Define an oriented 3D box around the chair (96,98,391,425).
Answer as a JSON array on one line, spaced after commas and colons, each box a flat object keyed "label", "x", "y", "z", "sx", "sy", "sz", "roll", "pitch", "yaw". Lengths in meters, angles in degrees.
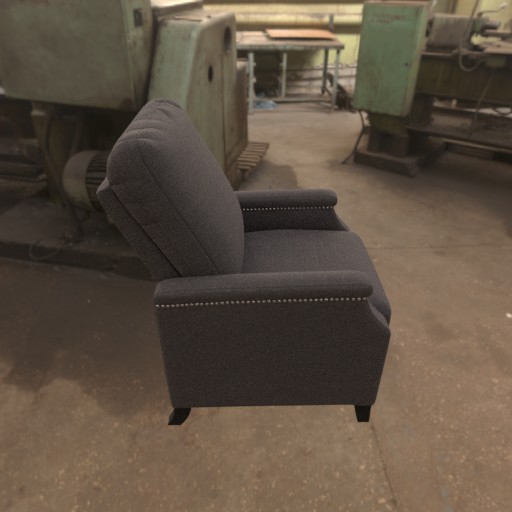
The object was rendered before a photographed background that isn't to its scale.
[{"label": "chair", "x": 0.000, "y": 0.000, "z": 1.657, "sx": 0.922, "sy": 1.049, "sz": 0.710, "roll": -1, "pitch": 33, "yaw": -1}]
